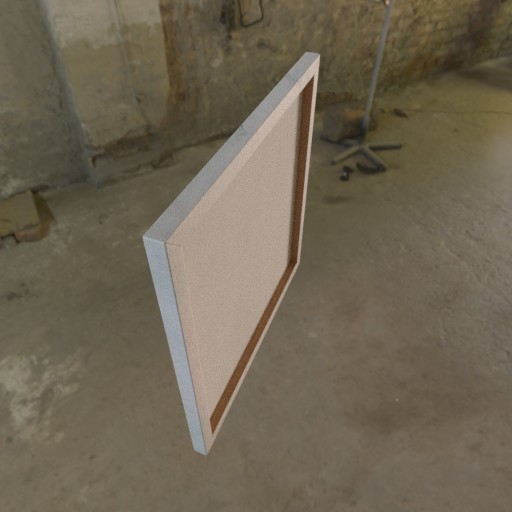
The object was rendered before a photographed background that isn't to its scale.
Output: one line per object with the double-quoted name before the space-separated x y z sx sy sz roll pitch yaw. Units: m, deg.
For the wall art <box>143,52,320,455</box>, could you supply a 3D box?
"wall art" 0.000 0.000 1.146 0.038 0.762 0.762 16 47 16
